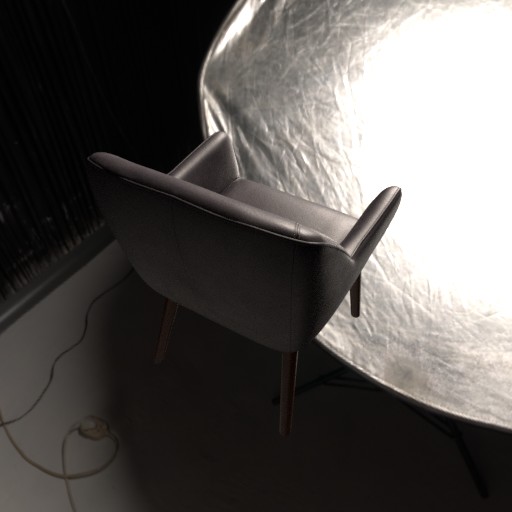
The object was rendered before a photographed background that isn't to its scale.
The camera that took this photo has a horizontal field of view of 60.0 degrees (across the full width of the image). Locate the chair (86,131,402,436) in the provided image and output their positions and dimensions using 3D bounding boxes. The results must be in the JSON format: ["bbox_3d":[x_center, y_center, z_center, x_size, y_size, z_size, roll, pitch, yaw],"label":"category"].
[{"bbox_3d":[0.000,0.000,1.259,0.610,0.828,0.610,23,50,21],"label":"chair"}]
